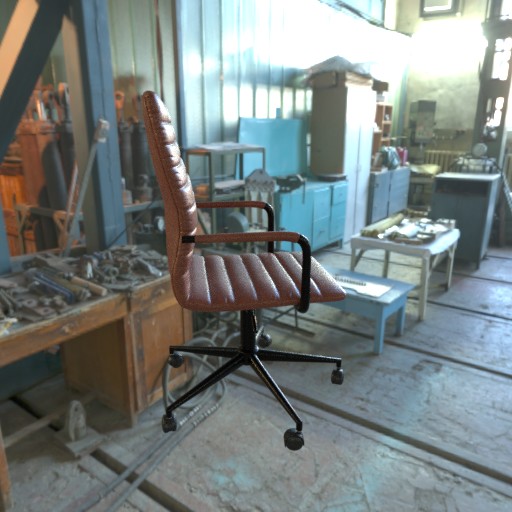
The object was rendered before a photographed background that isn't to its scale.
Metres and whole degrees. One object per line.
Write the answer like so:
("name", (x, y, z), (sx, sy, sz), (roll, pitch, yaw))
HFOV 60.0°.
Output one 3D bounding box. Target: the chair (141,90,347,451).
("chair", (0.000, 0.000, 1.283), (0.578, 0.878, 0.600), (-3, 17, -9))
